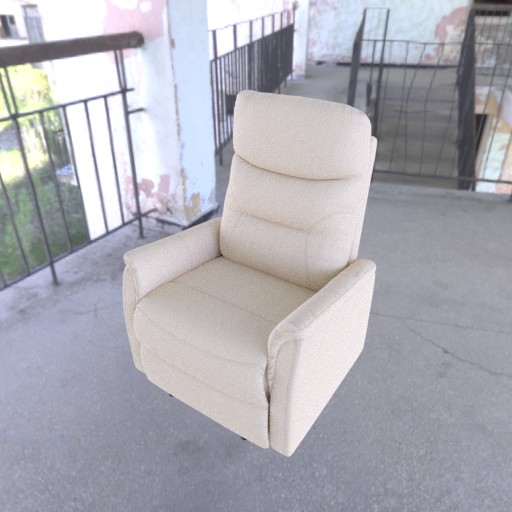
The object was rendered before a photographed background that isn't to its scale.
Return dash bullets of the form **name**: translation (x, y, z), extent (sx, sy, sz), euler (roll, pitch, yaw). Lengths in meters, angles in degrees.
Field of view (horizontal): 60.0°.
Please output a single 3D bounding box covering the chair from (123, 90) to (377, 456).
- **chair**: translation (0.000, 0.000, 1.695), extent (0.775, 1.082, 0.831), euler (19, 36, 29)
